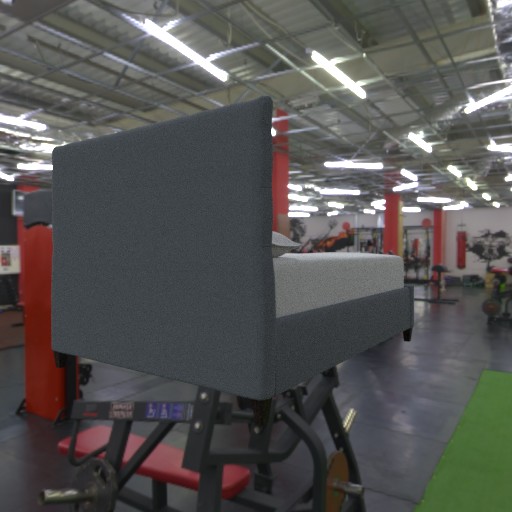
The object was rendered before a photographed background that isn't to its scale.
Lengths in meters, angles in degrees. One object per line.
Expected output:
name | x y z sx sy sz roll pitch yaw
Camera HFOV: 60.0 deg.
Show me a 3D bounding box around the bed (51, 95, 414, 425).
bed | 0.000 0.000 3.270 1.698 1.427 2.231 1 1 36
